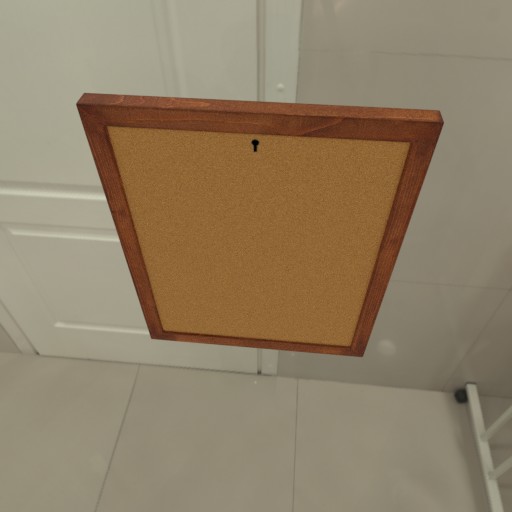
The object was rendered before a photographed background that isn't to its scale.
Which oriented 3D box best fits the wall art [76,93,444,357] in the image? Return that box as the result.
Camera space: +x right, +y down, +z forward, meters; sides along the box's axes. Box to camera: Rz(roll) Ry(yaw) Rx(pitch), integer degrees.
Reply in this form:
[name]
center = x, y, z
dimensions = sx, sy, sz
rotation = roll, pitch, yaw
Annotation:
[wall art]
center = 0.000, 0.000, 0.767
dimensions = 0.462, 0.558, 0.030
rotation = 4, 47, 4
